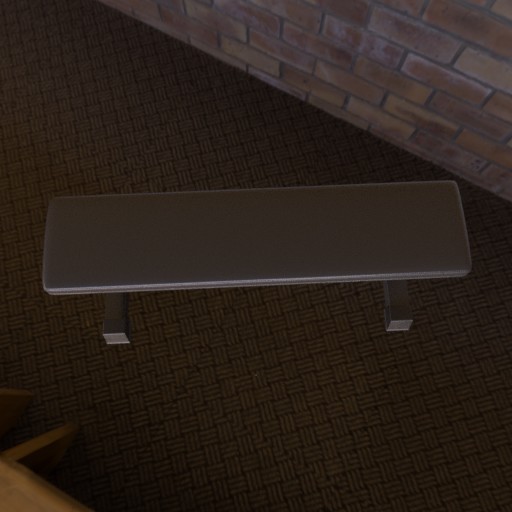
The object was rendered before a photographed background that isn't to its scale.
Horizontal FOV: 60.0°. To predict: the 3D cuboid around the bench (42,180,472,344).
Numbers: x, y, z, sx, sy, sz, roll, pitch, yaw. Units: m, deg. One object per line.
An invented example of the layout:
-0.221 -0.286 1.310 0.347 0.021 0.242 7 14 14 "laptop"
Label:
0.000 0.000 1.321 1.072 0.453 0.439 -3 75 -1 "bench"
